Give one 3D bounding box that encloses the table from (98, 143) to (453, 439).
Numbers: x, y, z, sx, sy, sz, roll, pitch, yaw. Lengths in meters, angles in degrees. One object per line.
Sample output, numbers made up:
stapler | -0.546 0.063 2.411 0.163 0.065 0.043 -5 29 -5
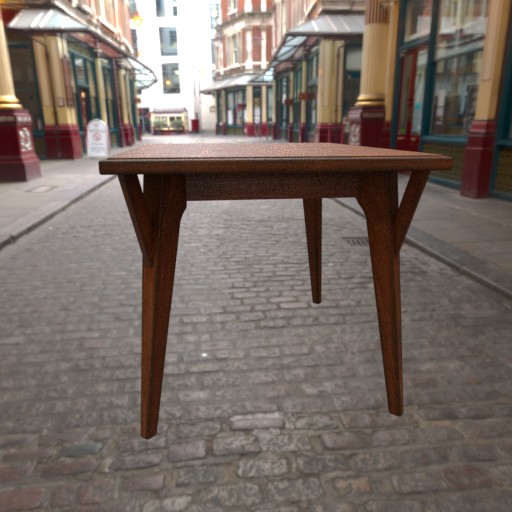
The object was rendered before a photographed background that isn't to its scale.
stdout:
table | 0.000 0.000 1.603 0.838 0.761 0.991 -2 16 -8
